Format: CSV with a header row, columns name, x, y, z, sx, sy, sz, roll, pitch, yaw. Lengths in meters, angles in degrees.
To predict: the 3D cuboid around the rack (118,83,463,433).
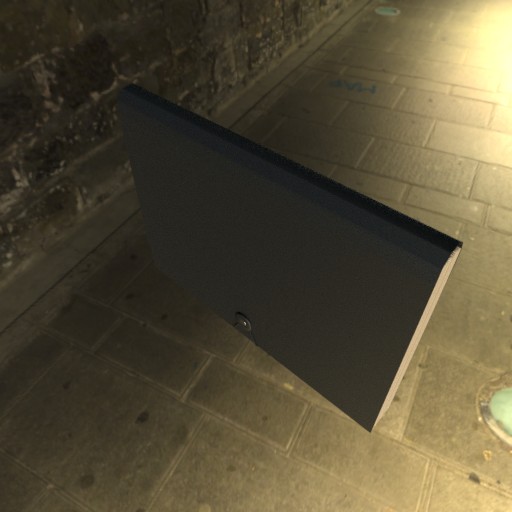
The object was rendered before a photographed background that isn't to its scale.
name,x,y,z,sx,sy,sz,roll,pitch,yaw
rack,0.000,0.000,0.432,0.330,0.241,0.041,33,54,28
